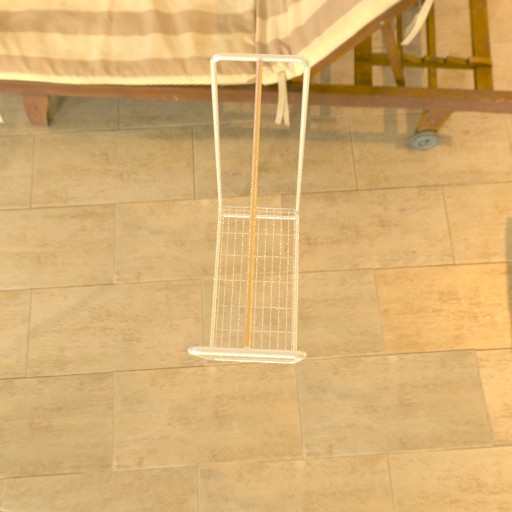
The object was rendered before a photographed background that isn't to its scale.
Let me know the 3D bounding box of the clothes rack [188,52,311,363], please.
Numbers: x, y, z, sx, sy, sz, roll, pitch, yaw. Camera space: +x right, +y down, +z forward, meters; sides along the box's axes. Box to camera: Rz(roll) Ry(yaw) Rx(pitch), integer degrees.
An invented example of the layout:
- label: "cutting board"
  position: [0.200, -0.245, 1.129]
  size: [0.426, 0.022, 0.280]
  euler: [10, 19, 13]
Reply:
- label: "clothes rack"
  position: [0.000, 0.000, 1.964]
  size: [0.495, 1.500, 0.900]
  euler: [2, 76, 1]
